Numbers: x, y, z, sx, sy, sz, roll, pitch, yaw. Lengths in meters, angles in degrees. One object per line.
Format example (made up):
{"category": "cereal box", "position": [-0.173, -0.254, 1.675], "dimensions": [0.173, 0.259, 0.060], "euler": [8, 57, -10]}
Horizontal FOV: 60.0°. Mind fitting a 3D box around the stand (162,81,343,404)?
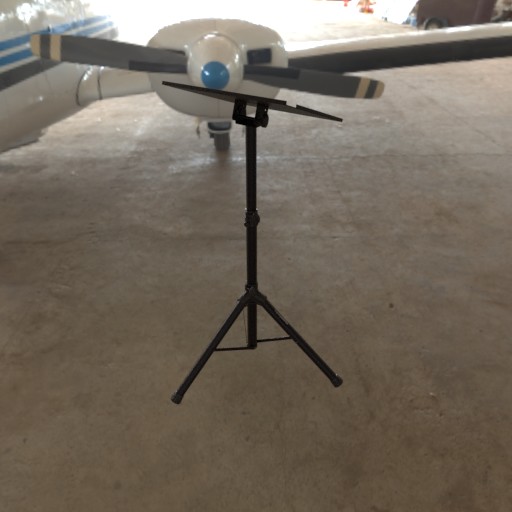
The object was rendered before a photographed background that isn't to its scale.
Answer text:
{"category": "stand", "position": [0.000, 0.000, 1.638], "dimensions": [0.702, 1.198, 0.702], "euler": [21, 38, 30]}
